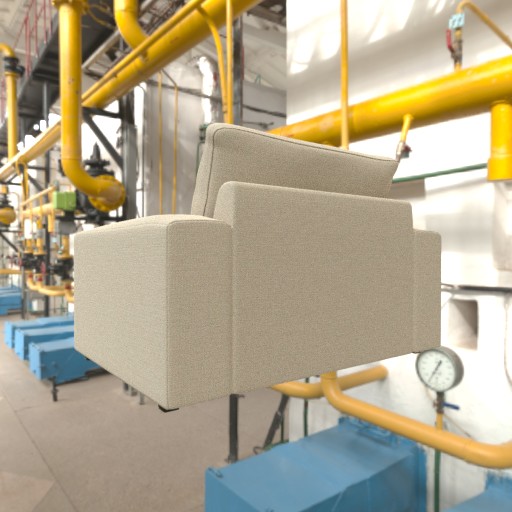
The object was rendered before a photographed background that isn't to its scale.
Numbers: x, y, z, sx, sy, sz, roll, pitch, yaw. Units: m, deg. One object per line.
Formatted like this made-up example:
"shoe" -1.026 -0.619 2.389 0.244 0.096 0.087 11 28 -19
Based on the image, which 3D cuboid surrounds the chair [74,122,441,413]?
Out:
"chair" 0.000 0.000 2.065 1.398 0.915 1.039 0 1 -37
